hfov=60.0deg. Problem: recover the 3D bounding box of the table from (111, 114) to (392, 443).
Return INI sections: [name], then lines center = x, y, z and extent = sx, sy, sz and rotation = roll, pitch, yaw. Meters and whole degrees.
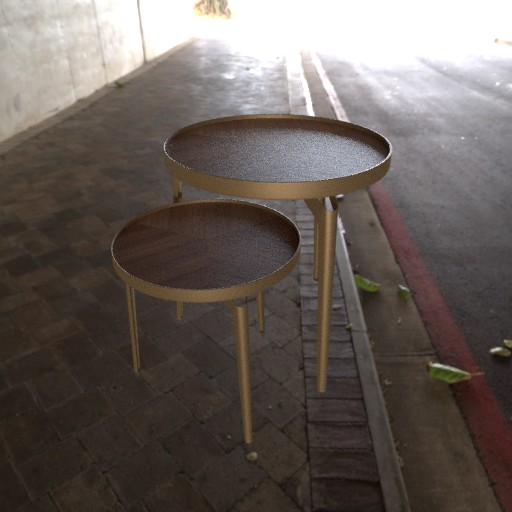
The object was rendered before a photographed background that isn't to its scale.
[table]
center = 0.000, 0.000, 1.134
extent = 0.532, 0.555, 0.751
rotation = 20, 36, 30
